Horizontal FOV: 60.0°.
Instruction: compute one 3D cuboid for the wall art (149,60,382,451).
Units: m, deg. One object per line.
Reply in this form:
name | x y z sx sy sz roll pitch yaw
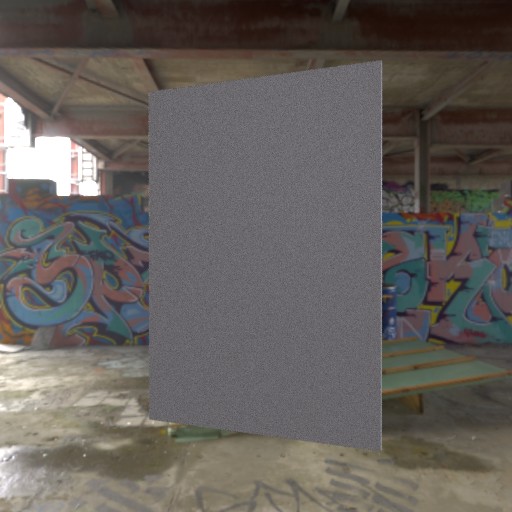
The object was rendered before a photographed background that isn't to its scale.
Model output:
wall art | 0.000 0.000 0.603 0.329 0.482 0.011 0 0 19
